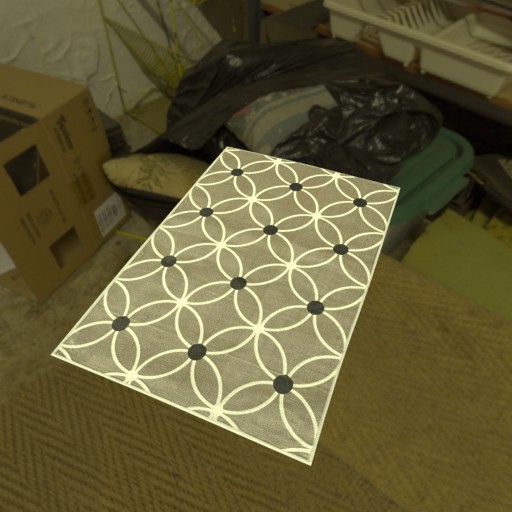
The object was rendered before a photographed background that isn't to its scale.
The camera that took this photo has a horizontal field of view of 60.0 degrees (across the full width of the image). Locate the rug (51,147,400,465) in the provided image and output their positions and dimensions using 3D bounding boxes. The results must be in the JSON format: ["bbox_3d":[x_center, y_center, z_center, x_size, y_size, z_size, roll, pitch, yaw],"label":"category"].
[{"bbox_3d":[0.000,0.000,2.982,1.522,0.008,2.284,17,48,16],"label":"rug"}]
